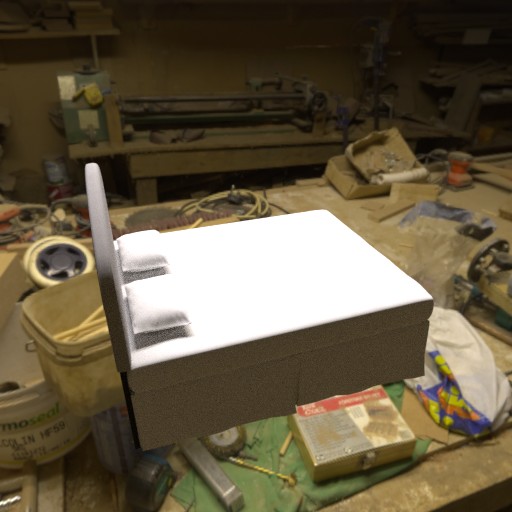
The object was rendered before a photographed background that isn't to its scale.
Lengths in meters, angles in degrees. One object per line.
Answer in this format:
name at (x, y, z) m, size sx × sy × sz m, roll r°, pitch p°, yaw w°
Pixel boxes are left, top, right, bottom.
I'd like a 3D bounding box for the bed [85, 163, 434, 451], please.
bed at (0.000, 0.000, 3.074) m, size 2.005 × 1.410 × 1.607 m, roll -10°, pitch 31°, yaw -17°
